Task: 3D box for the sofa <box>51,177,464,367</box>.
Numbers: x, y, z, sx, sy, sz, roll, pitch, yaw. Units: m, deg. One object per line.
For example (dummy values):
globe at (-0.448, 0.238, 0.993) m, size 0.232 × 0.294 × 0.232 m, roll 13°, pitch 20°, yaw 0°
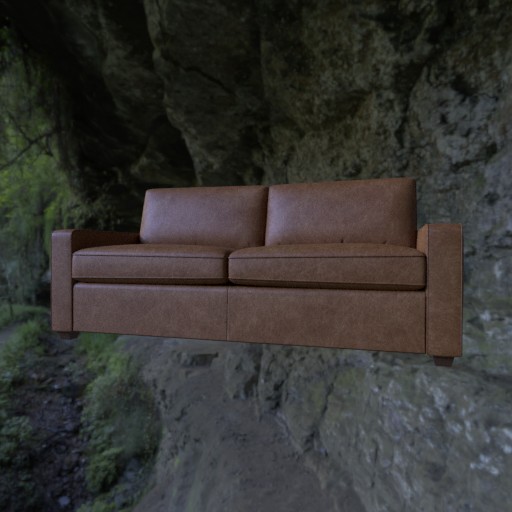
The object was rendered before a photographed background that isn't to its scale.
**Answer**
sofa at (0.000, 0.000, 2.602) m, size 2.156 × 0.928 × 0.991 m, roll 0°, pitch 1°, yaw 17°
